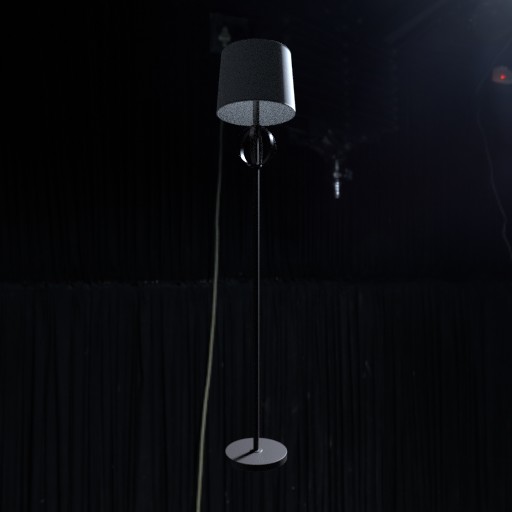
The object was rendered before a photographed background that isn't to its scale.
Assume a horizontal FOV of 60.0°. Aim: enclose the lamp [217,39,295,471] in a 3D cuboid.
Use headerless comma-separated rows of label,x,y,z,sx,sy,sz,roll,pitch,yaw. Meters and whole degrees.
lamp,0.000,0.000,1.615,0.286,1.462,0.286,0,0,-20
